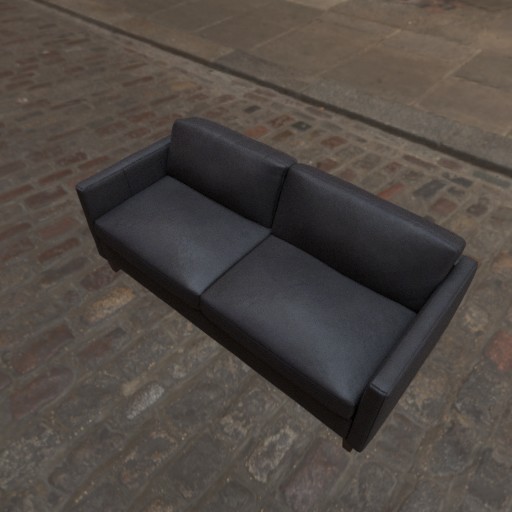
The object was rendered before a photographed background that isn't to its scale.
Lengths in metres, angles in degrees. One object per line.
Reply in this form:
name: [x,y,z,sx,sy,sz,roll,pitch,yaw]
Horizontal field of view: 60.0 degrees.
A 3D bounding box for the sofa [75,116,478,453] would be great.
sofa: [0.000,0.000,2.420,1.971,0.863,0.933,31,53,27]
